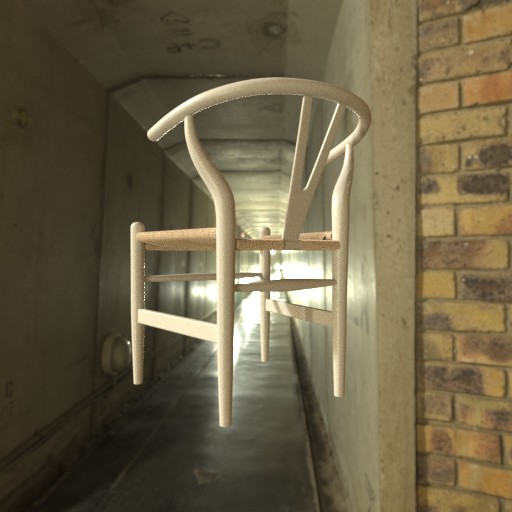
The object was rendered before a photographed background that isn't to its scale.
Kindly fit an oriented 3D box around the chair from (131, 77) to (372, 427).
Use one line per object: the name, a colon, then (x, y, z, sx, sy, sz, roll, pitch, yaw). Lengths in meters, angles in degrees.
chair: (0.000, 0.000, 1.168, 0.569, 0.730, 0.579, 0, 1, -35)
